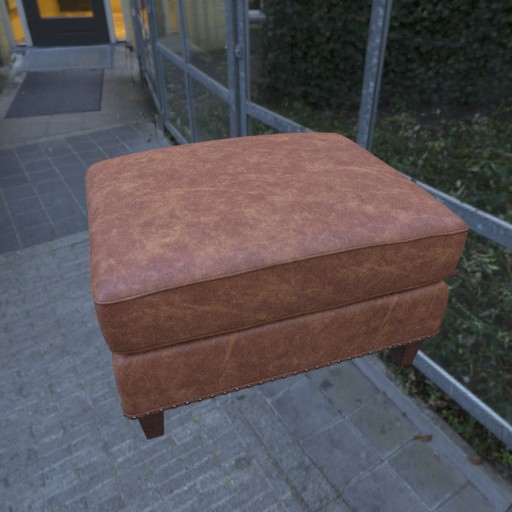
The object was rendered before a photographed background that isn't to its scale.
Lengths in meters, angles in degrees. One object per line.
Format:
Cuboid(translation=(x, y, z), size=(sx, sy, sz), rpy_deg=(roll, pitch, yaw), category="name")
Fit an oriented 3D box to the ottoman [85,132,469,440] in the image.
Cuboid(translation=(0.000, 0.000, 1.110), size=(0.742, 0.486, 0.586), rpy_deg=(-11, 36, -15), category="ottoman")
